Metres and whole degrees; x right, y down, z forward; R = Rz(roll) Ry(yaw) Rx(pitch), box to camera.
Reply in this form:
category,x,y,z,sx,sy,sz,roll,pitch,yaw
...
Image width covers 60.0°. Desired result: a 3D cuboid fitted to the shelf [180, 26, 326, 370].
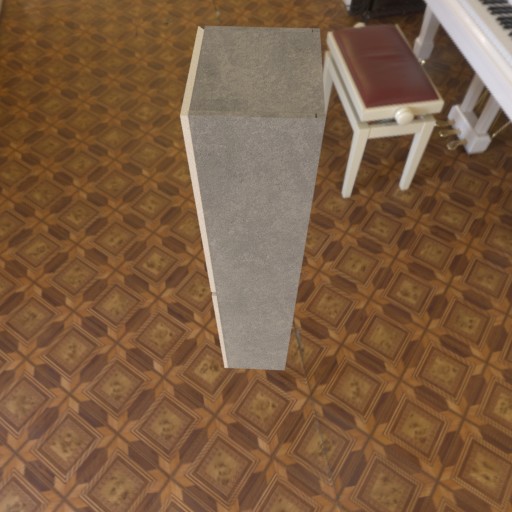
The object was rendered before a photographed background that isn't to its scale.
category,x,y,z,sx,sy,sz,roll,pitch,yaw
shelf,0.000,0.000,1.488,0.270,1.400,0.300,2,57,1
